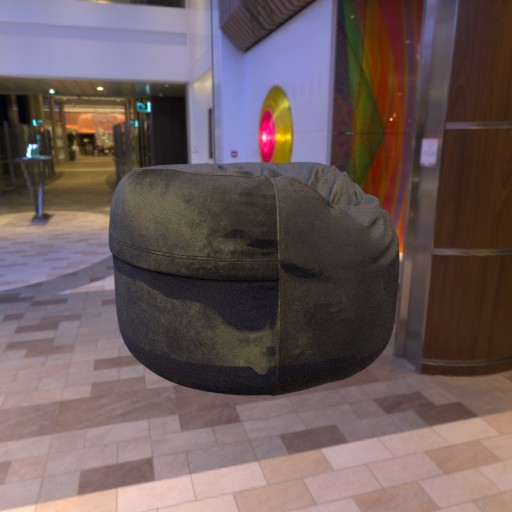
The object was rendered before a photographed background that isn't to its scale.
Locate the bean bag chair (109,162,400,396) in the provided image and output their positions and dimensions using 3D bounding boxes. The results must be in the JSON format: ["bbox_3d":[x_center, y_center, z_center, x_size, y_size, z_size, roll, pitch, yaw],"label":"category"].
[{"bbox_3d":[0.000,0.000,1.478,0.918,0.605,0.918,0,14,0],"label":"bean bag chair"}]
